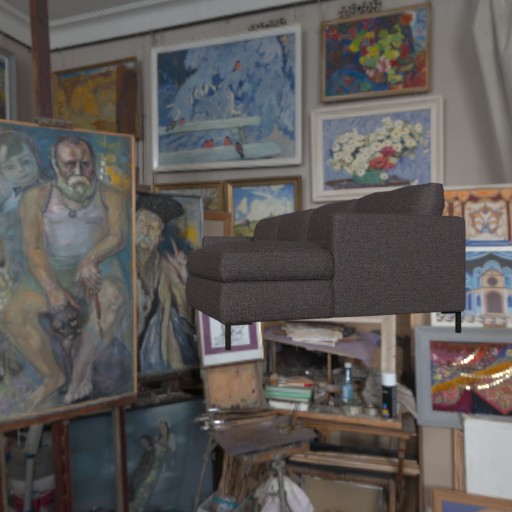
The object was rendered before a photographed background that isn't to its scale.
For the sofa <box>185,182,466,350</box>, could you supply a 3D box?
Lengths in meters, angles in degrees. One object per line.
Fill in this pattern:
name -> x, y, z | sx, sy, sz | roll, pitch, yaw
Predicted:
sofa -> 0.000, 0.000, 3.797 | 1.483, 0.892, 3.221 | 0, 0, -19
